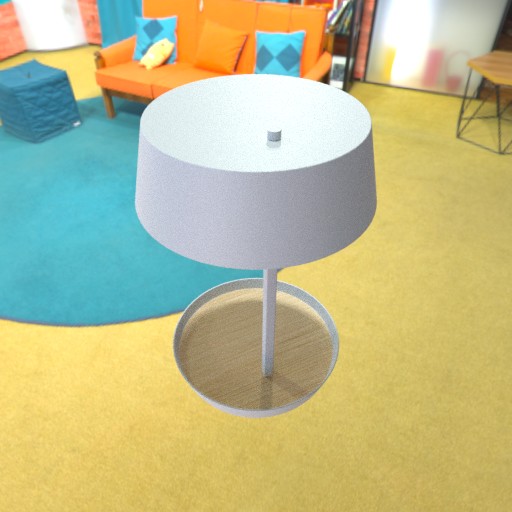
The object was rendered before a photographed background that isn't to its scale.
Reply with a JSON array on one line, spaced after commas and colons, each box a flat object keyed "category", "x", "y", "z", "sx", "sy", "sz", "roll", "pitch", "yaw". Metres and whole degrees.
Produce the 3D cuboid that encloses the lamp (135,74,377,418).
[{"category": "lamp", "x": 0.000, "y": 0.000, "z": 0.616, "sx": 0.291, "sy": 0.429, "sz": 0.291, "roll": 0, "pitch": 41, "yaw": 0}]
